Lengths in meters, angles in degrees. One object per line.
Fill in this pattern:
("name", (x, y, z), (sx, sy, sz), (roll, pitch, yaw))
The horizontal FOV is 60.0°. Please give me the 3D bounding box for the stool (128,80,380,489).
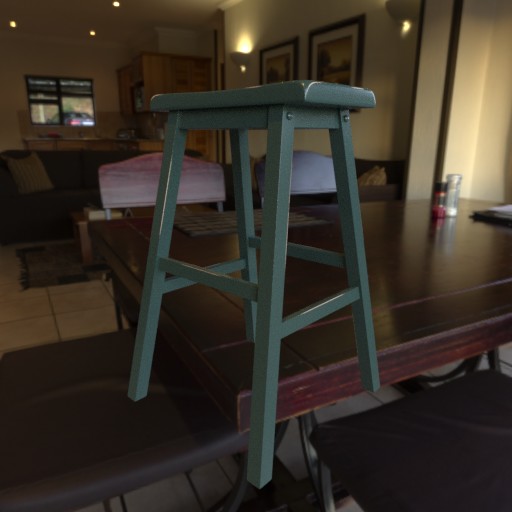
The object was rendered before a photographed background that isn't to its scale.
("stool", (0.000, 0.000, 1.059), (0.457, 0.737, 0.476), (14, 20, 41))
